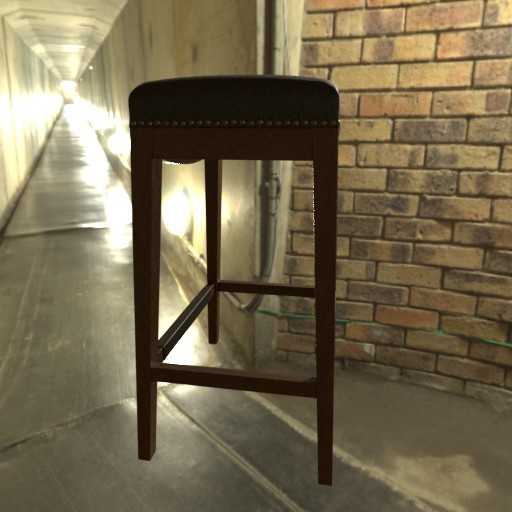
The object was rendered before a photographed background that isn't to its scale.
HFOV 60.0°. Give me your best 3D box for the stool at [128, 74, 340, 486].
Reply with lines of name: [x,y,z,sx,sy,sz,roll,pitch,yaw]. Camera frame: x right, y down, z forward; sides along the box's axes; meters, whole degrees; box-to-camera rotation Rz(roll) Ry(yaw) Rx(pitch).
stool: [0.000,0.000,0.926,0.353,0.664,0.490,3,16,10]
